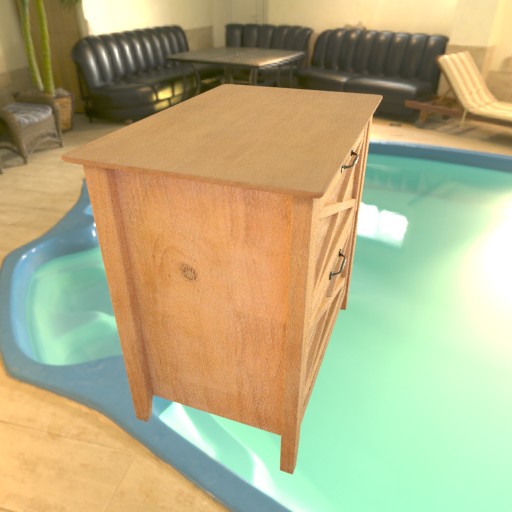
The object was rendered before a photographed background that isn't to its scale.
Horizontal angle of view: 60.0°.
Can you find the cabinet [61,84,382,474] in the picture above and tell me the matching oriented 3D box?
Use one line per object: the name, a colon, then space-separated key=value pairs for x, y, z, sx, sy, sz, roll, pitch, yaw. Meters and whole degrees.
cabinet: x=0.000 y=0.000 z=1.250 sx=0.503 sy=0.762 sz=0.763 roll=11 pitch=33 yaw=17
